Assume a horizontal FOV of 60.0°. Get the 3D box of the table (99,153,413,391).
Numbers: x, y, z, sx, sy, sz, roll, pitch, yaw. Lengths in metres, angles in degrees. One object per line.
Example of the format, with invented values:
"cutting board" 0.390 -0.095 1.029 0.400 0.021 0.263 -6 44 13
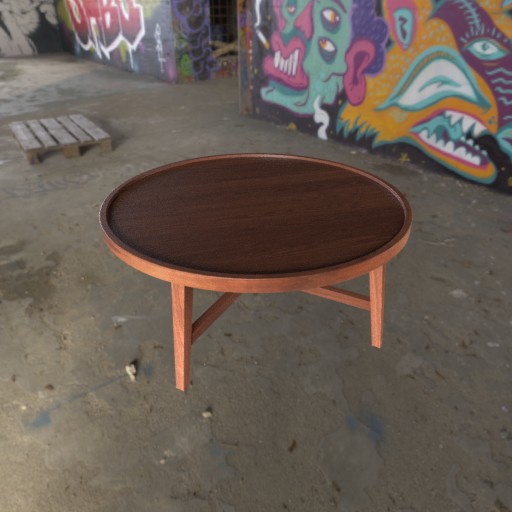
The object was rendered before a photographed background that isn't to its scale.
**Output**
"table" 0.000 0.000 1.273 0.800 0.360 0.800 0 30 0
